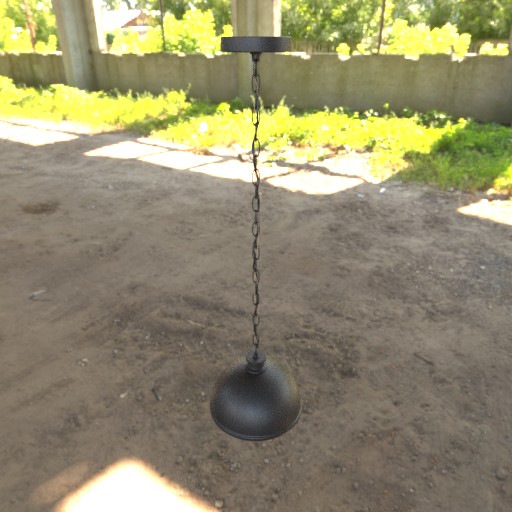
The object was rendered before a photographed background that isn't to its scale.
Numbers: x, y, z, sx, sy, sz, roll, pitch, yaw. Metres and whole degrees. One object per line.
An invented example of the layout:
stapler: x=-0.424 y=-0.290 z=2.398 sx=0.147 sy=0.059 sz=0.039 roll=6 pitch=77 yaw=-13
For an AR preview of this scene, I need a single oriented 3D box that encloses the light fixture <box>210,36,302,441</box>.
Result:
light fixture: x=0.000 y=0.000 z=1.229 sx=0.304 sy=1.090 sz=0.304 roll=0 pitch=26 yaw=-1
